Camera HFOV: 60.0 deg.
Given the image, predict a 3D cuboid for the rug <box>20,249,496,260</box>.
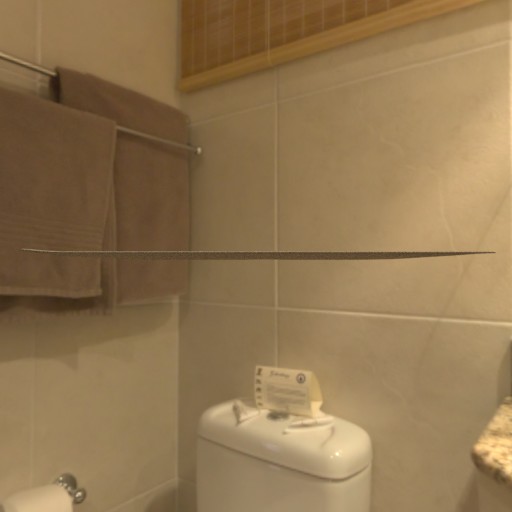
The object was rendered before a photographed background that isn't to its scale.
[{"bbox_3d":[0.000,0.000,3.873,2.925,0.026,2.343,0,-2,0],"label":"rug"}]
